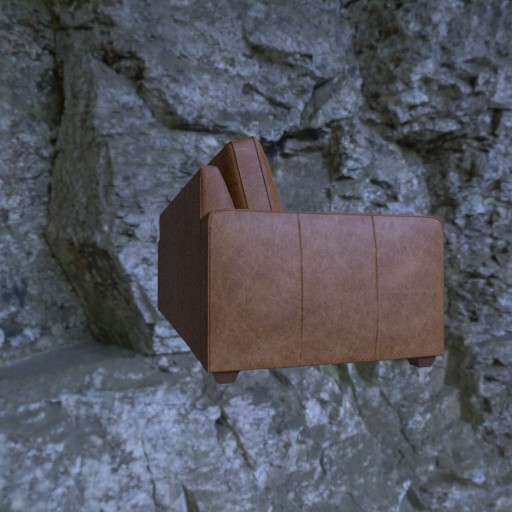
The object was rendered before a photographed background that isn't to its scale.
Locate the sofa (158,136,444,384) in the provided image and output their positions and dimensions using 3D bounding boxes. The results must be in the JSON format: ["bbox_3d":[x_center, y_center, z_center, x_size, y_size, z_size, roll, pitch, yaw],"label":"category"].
[{"bbox_3d":[0.000,0.000,2.654,0.991,0.928,2.156,0,-1,-17],"label":"sofa"}]
